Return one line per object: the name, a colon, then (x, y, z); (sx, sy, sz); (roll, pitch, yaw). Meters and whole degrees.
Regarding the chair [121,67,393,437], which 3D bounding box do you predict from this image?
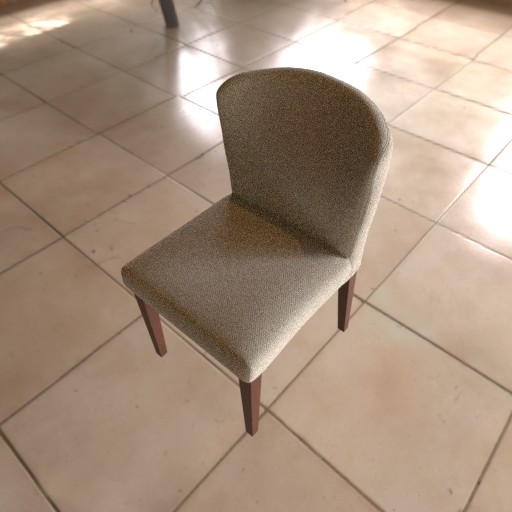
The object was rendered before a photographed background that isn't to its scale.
chair: (0.000, 0.000, 1.242); (0.491, 0.839, 0.589); (32, 55, 26)
